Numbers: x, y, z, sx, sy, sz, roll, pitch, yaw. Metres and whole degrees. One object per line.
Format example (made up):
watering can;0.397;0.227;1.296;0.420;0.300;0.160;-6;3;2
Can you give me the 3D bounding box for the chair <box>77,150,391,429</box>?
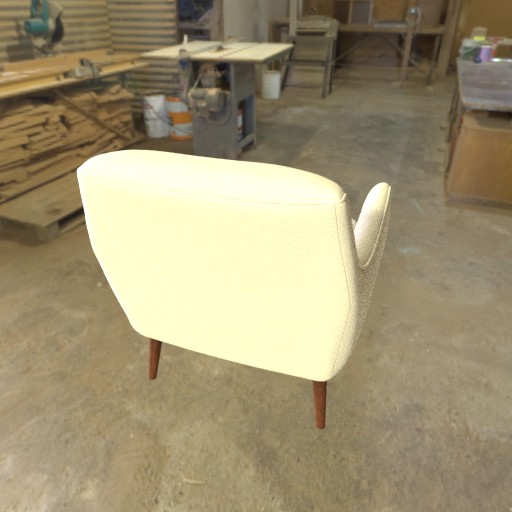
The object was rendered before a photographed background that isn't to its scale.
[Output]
chair;0.000;0.000;1.424;0.762;0.838;0.787;10;32;17
